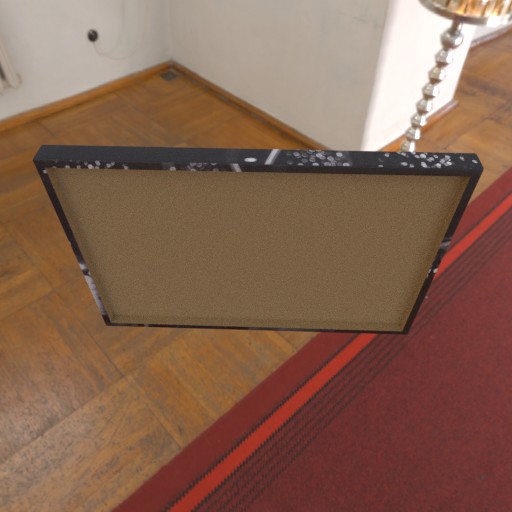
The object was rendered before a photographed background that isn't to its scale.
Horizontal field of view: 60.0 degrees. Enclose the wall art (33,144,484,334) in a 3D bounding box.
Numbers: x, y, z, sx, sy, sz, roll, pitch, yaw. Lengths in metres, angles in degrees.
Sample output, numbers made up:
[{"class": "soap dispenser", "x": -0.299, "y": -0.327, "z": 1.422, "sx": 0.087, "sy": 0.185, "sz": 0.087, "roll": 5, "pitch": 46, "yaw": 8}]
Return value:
[{"class": "wall art", "x": 0.000, "y": 0.000, "z": 0.757, "sx": 0.609, "sy": 0.406, "sz": 0.037, "roll": 1, "pitch": 48, "yaw": 1}]
